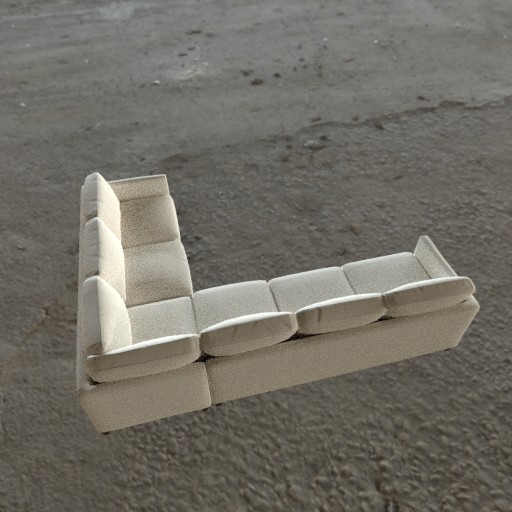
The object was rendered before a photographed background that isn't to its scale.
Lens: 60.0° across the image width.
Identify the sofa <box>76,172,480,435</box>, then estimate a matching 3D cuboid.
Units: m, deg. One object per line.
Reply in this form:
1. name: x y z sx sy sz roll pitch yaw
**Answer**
1. sofa: 0.000 0.000 4.432 3.302 0.947 2.593 -11 47 -10
